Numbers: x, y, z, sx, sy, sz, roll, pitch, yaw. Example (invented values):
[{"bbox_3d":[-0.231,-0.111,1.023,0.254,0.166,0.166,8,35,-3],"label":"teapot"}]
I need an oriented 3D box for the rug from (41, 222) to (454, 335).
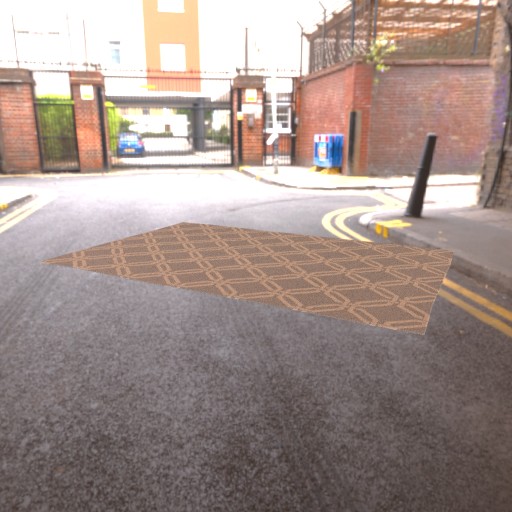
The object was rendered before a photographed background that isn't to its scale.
[{"bbox_3d":[0.000,0.000,2.221,1.754,0.010,1.148,8,17,26],"label":"rug"}]
